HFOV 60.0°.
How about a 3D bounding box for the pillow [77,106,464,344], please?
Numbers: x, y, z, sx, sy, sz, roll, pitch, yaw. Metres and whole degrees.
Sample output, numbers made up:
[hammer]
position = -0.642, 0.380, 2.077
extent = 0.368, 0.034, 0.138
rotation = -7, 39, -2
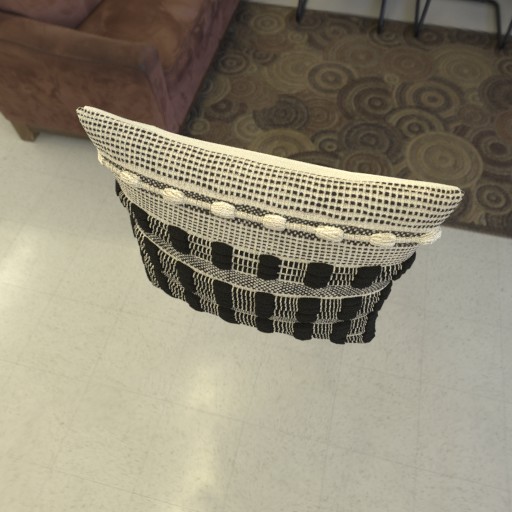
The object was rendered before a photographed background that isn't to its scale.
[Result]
[pillow]
position = 0.000, 0.000, 0.657
extent = 0.436, 0.438, 0.156
rotation = 14, 60, 8
